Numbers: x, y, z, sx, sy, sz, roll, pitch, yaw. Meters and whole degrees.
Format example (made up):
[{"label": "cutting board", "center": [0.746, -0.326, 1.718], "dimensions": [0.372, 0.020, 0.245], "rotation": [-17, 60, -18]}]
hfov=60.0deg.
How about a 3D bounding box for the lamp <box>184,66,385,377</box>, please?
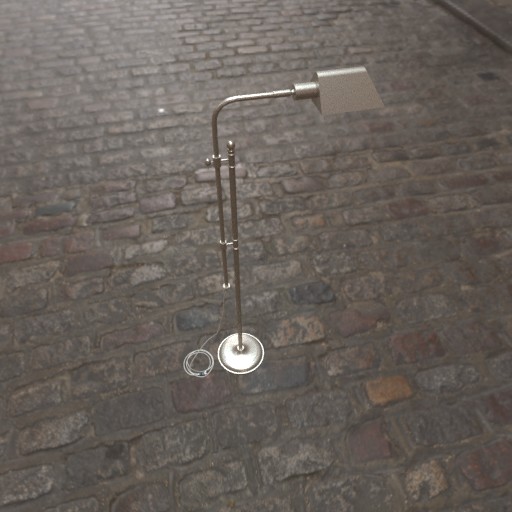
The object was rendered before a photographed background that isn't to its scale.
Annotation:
[{"label": "lamp", "center": [0.000, 0.000, 1.913], "dimensions": [0.813, 1.571, 0.256], "rotation": [-10, 48, -9]}]
